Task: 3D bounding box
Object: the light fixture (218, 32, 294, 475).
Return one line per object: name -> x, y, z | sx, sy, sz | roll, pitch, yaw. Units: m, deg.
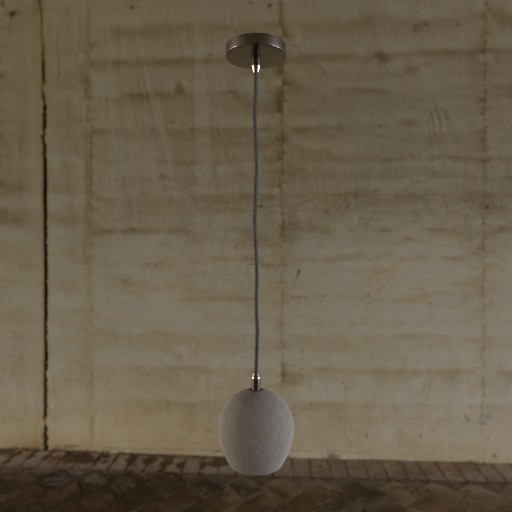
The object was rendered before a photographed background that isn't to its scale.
light fixture -> 0.000, 0.000, 0.816 | 0.139, 0.764, 0.139 | 1, 1, 36
